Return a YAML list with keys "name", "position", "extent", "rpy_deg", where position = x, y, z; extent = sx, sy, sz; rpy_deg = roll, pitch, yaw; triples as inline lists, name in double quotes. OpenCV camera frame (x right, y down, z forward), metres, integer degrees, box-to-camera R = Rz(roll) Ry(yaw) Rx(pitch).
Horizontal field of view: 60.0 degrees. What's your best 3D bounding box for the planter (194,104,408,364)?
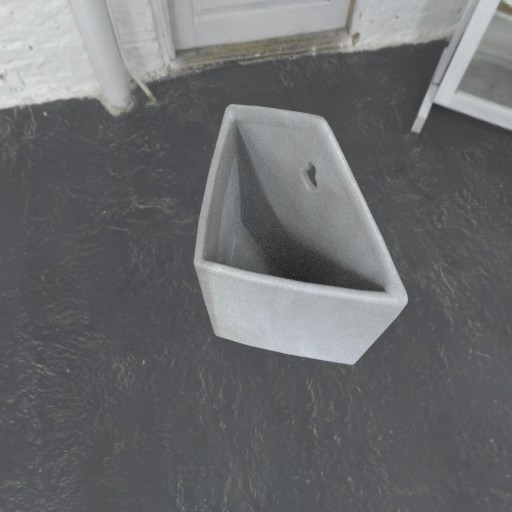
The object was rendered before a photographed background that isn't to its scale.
- name: "planter"
  position: [0.000, 0.000, 0.277]
  extent: [0.080, 0.194, 0.163]
  rpy_deg: [-32, 68, -15]
